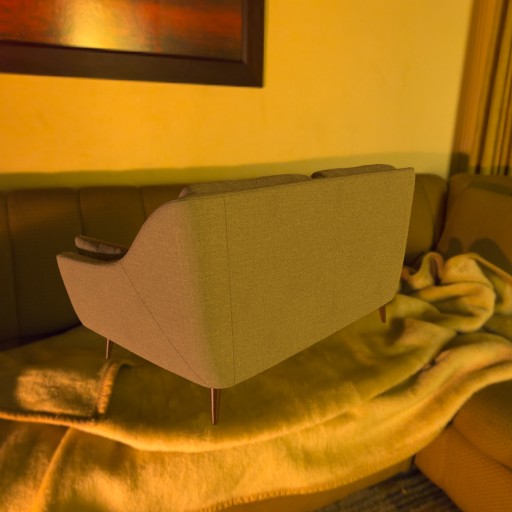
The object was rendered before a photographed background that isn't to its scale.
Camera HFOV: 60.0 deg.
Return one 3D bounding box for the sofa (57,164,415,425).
[{"bbox_3d":[0.000,0.000,2.254,0.965,0.888,1.652,15,22,42],"label":"sofa"}]
